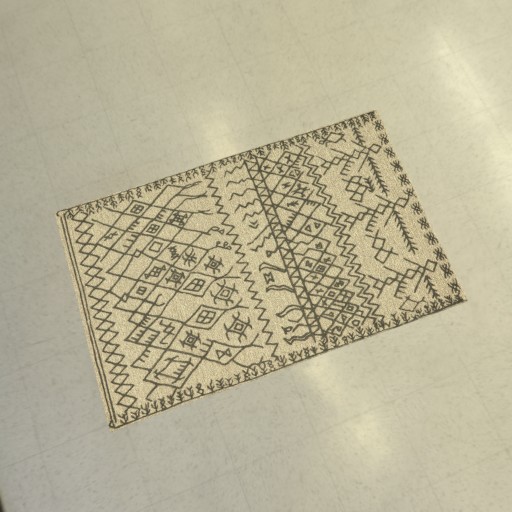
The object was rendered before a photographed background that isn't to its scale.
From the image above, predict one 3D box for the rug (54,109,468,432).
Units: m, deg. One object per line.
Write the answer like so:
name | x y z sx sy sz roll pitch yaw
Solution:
rug | 0.000 0.000 3.014 2.444 0.012 1.530 -19 76 -5
